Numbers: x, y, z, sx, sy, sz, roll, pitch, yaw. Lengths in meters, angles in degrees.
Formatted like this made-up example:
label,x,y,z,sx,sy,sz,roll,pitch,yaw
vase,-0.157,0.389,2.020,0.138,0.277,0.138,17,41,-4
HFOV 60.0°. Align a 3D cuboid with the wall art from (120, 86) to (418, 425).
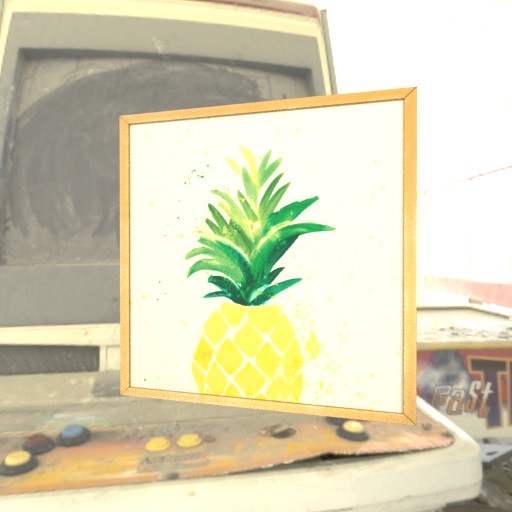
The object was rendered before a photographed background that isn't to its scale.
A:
label,x,y,z,sx,sy,sz,roll,pitch,yaw
wall art,0.000,0.000,1.117,0.762,0.760,0.037,0,1,16
